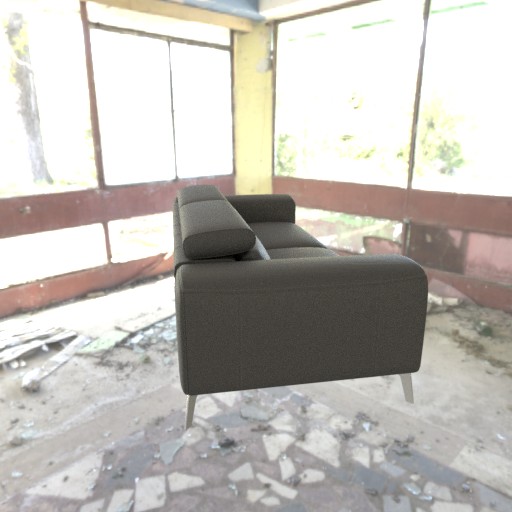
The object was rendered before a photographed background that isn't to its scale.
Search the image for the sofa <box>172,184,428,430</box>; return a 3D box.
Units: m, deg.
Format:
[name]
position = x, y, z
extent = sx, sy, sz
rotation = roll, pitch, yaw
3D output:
[sofa]
position = 0.000, 0.000, 2.815
extent = 1.023, 0.759, 2.321
rotation = -3, 16, -10
